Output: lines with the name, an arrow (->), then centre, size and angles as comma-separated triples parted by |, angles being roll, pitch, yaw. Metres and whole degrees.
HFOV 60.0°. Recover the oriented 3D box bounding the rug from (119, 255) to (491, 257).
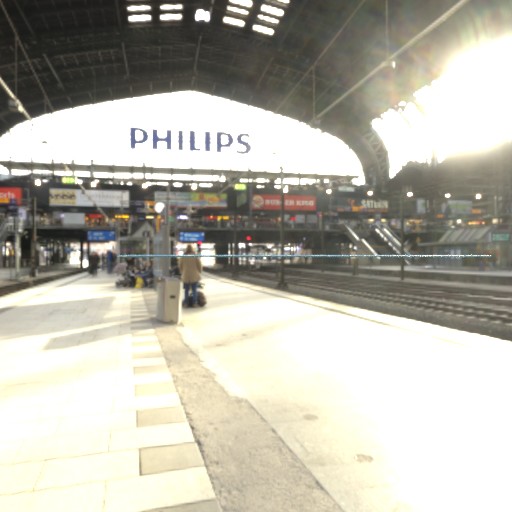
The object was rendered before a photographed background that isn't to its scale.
rug -> 0.000, 0.000, 4.028 | 2.363, 0.012, 2.980 | 0, 0, -18
